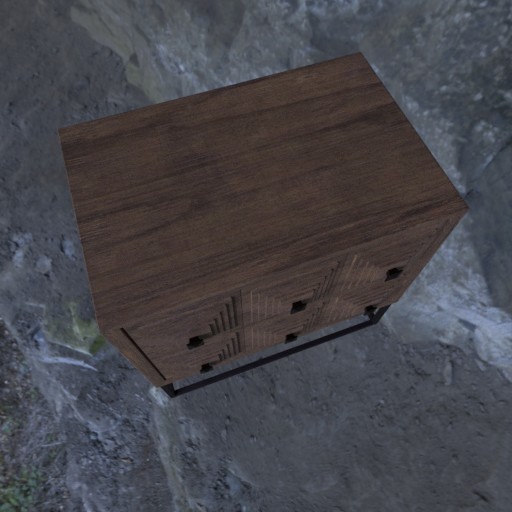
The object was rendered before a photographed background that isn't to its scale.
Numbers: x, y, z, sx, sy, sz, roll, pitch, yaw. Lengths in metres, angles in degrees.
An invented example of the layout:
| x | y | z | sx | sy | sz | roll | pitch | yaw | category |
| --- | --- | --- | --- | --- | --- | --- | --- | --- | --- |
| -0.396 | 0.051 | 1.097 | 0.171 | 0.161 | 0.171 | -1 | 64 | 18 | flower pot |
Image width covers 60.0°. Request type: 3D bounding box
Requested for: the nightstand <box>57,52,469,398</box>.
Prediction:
| x | y | z | sx | sy | sz | roll | pitch | yaw | category |
| --- | --- | --- | --- | --- | --- | --- | --- | --- | --- |
| 0.000 | 0.000 | 1.026 | 0.610 | 0.610 | 0.437 | -18 | 64 | -9 | nightstand |
